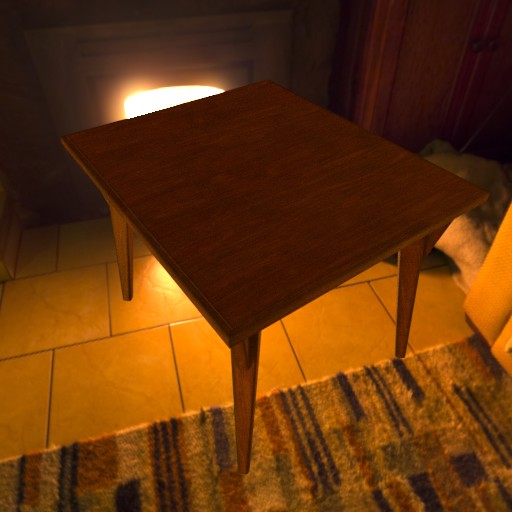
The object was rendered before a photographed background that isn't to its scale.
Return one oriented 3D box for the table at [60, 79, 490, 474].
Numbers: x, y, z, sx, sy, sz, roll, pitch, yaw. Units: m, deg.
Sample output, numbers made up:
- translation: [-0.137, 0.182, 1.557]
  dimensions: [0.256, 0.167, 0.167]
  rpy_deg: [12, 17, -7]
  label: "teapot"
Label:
- translation: [0.000, 0.000, 1.558]
  dimensions: [0.838, 0.761, 0.991]
  rpy_deg: [-26, 48, -26]
  label: "table"
